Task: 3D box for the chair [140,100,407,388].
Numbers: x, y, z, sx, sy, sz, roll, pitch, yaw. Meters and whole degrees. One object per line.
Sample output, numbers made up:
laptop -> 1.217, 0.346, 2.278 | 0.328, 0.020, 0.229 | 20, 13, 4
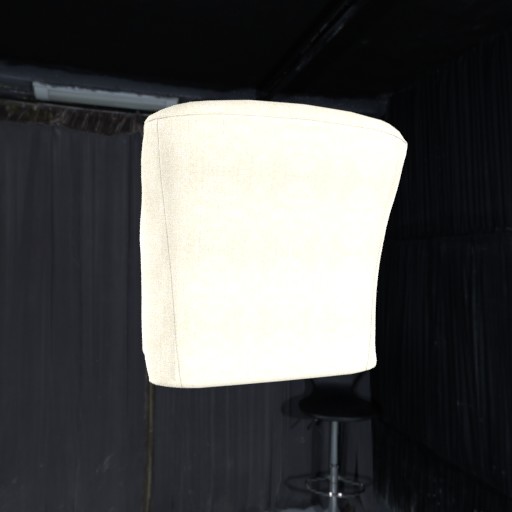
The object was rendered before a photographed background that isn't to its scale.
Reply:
chair -> 0.000, 0.000, 1.654 | 0.864, 0.856, 0.923 | 0, 0, -18
